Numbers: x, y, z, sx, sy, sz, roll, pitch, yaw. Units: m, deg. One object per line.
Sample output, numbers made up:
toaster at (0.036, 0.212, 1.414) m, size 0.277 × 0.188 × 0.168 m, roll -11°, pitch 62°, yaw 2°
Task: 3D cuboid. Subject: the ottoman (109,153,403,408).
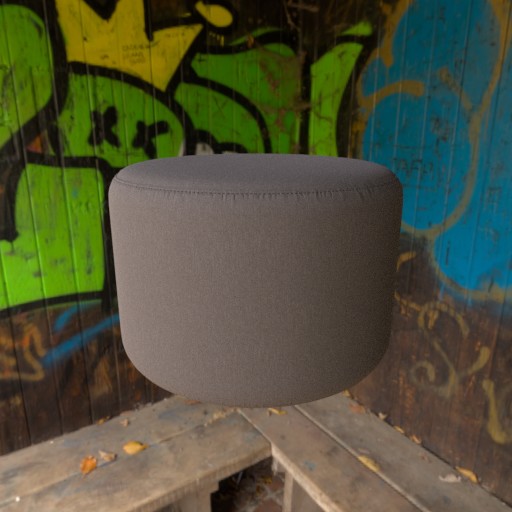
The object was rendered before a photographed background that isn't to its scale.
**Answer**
ottoman at (0.000, 0.000, 0.999) m, size 0.608 × 0.433 × 0.608 m, roll 0°, pitch 16°, yaw 0°
